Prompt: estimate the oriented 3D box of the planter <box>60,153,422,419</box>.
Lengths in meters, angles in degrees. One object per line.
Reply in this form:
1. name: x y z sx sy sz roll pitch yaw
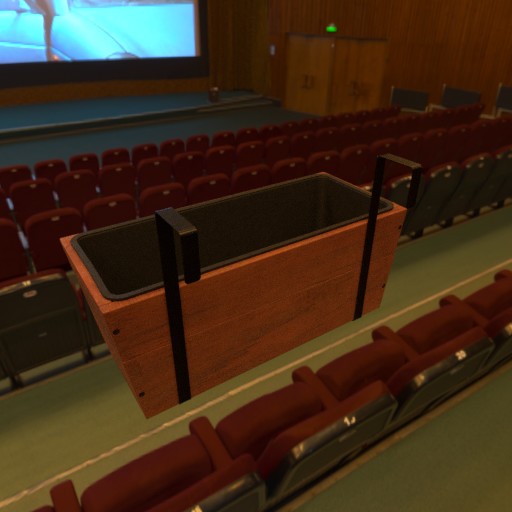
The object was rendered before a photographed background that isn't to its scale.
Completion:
1. planter: 0.000 0.000 0.654 0.480 0.289 0.262 -19 36 -28
